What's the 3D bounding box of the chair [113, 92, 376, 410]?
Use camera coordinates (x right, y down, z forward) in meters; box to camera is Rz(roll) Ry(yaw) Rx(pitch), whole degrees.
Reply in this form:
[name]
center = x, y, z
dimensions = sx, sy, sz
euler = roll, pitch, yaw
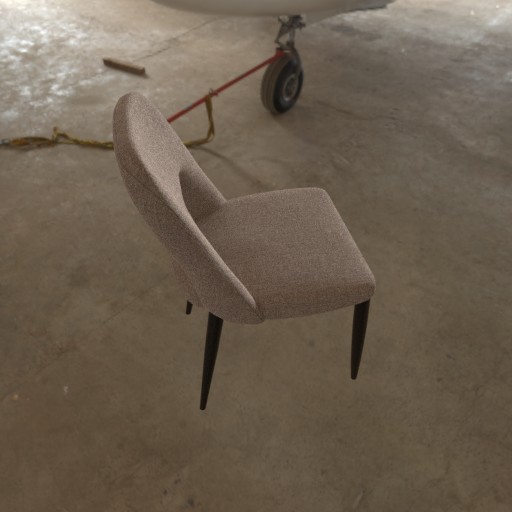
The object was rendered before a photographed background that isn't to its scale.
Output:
[chair]
center = 0.000, 0.000, 1.286
dimensions = 0.612, 0.931, 0.470
euler = -9, 46, -9
